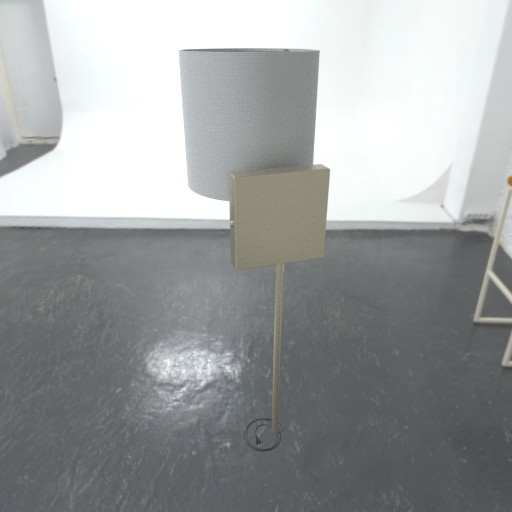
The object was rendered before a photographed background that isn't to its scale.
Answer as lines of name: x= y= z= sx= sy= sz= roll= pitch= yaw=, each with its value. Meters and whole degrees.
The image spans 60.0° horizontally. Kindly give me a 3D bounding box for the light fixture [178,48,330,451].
light fixture: x=0.000 y=0.000 z=0.700 sx=0.188 sy=0.589 sz=0.248 roll=-8 pitch=28 yaw=-16
